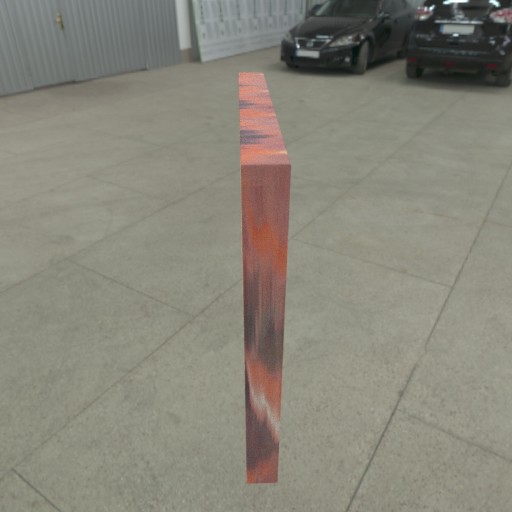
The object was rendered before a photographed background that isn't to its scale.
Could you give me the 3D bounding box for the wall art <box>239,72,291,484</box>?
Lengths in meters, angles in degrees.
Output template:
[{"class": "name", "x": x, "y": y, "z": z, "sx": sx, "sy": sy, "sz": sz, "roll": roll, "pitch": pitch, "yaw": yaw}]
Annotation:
[{"class": "wall art", "x": 0.000, "y": 0.000, "z": 0.607, "sx": 0.038, "sy": 0.406, "sz": 0.403, "roll": -1, "pitch": 32, "yaw": -2}]
